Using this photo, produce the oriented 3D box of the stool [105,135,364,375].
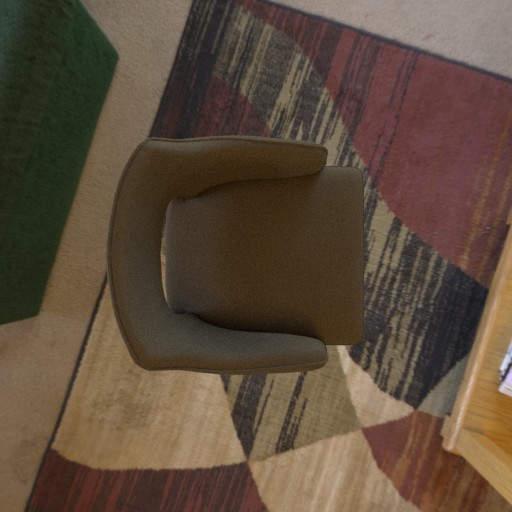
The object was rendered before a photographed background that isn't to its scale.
[{"bbox_3d":[0.000,0.000,1.261,0.558,0.912,0.548,0,89,1],"label":"stool"}]
